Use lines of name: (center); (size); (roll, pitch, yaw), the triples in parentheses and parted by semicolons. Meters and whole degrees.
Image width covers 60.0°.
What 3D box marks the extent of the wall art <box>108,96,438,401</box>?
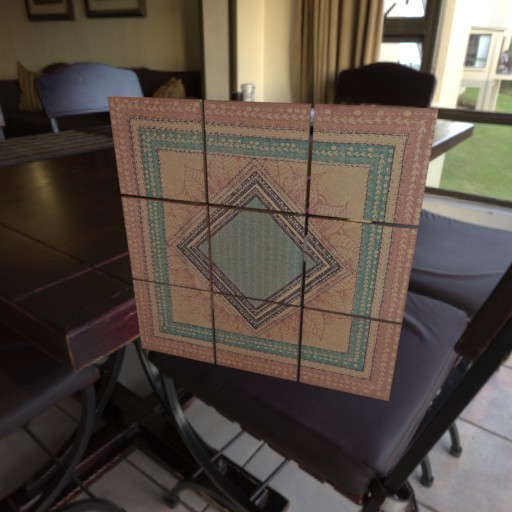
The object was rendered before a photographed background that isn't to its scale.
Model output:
wall art: (0.000, 0.000, 1.384); (0.915, 0.914, 0.013); (8, 27, 16)
